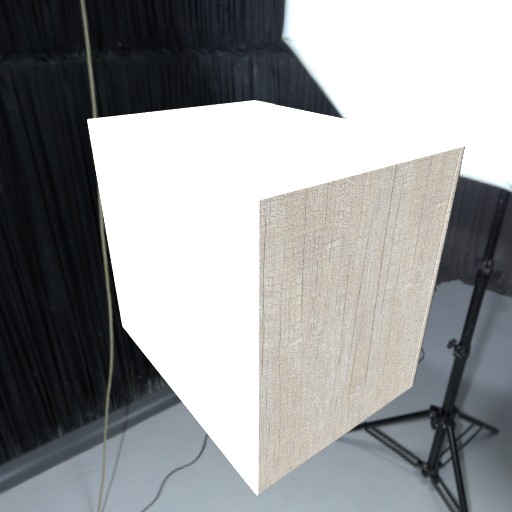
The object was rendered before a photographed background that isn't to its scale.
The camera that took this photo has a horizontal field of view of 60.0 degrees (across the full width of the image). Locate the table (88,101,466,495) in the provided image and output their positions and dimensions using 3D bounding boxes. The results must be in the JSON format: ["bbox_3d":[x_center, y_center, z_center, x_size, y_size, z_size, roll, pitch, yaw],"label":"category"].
[{"bbox_3d":[0.000,0.000,0.914,0.420,0.510,0.570,-19,33,-32],"label":"table"}]
